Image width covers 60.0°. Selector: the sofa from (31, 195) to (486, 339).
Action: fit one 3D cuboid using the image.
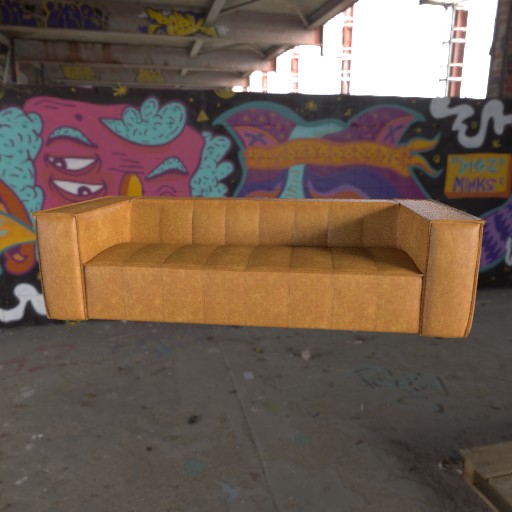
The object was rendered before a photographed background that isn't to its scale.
[{"bbox_3d":[0.000,0.000,3.024,2.581,0.701,1.102,2,13,7],"label":"sofa"}]
